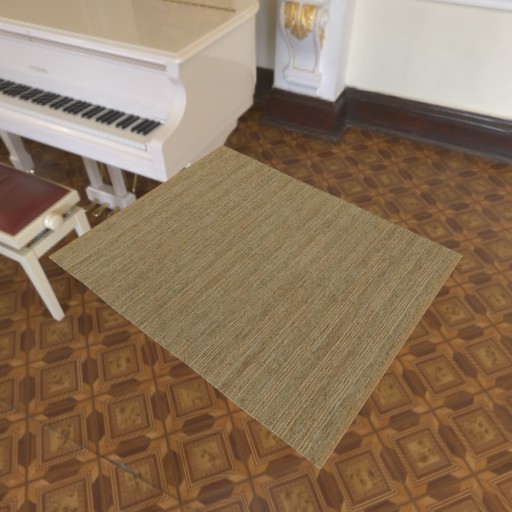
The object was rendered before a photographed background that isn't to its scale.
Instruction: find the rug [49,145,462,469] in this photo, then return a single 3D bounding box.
[{"bbox_3d":[0.000,0.000,4.177,3.034,0.012,2.471,30,53,26],"label":"rug"}]
